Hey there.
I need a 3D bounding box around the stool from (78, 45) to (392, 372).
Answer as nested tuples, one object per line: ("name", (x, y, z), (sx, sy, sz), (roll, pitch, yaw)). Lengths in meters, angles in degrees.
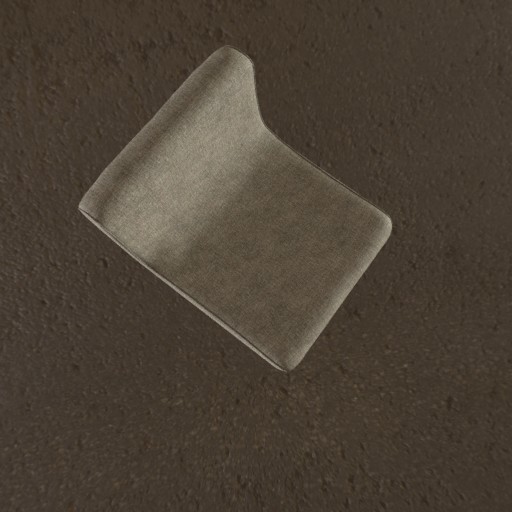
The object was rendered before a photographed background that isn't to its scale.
("stool", (0.000, 0.000, 1.231), (0.499, 0.965, 0.426), (36, 79, 8))
